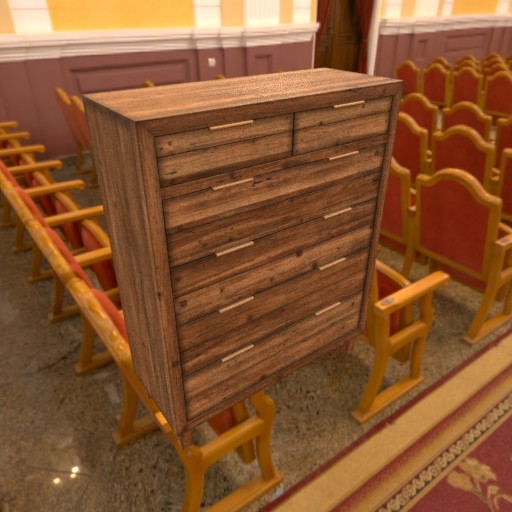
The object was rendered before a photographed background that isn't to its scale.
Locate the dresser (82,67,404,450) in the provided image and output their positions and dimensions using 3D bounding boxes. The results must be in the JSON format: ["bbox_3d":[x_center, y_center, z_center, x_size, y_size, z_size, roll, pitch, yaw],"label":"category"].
[{"bbox_3d":[0.000,0.000,1.883,1.067,1.359,0.438,-20,36,-31],"label":"dresser"}]
